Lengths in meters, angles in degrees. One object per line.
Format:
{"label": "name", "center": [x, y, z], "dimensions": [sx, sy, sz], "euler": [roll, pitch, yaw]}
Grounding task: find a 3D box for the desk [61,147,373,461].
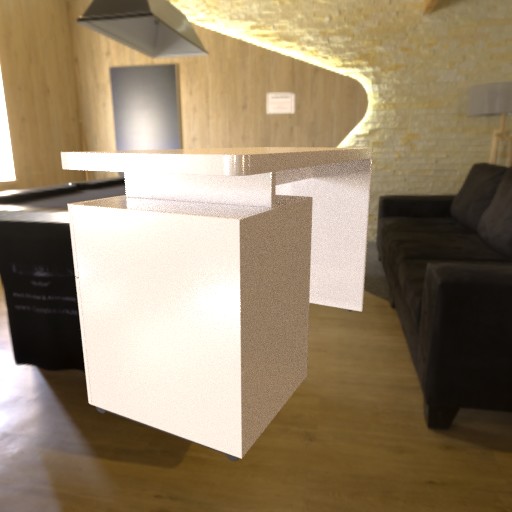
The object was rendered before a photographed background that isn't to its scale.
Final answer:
{"label": "desk", "center": [0.000, 0.000, 1.624], "dimensions": [0.550, 0.760, 1.200], "euler": [7, 16, 26]}
